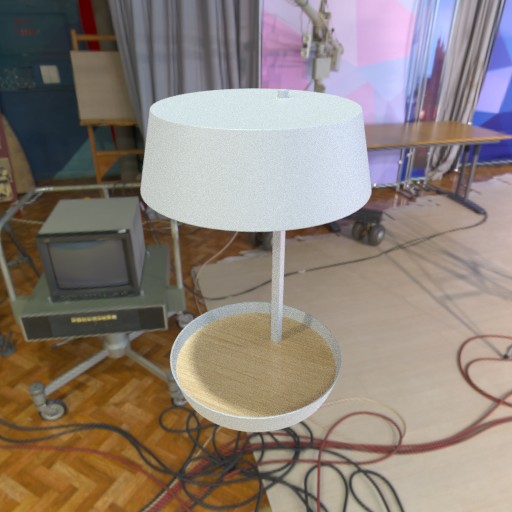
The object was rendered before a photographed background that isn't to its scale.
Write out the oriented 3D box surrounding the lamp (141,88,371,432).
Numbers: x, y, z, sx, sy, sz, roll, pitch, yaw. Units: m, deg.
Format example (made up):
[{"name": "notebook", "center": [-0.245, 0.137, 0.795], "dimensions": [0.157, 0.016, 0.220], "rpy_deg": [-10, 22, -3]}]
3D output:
[{"name": "lamp", "center": [0.000, 0.000, 0.625], "dimensions": [0.291, 0.429, 0.291], "rpy_deg": [0, 29, 0]}]
